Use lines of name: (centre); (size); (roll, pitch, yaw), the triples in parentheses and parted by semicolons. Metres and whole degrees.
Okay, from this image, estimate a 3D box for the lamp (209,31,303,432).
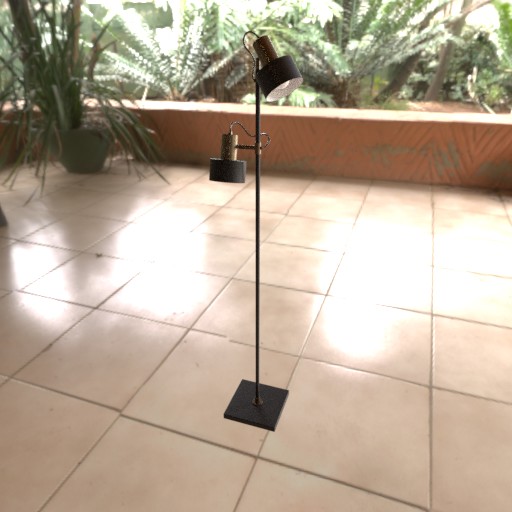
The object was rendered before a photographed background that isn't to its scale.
lamp: (0.000, 0.000, 1.662); (0.315, 1.505, 0.233); (9, 28, 17)
